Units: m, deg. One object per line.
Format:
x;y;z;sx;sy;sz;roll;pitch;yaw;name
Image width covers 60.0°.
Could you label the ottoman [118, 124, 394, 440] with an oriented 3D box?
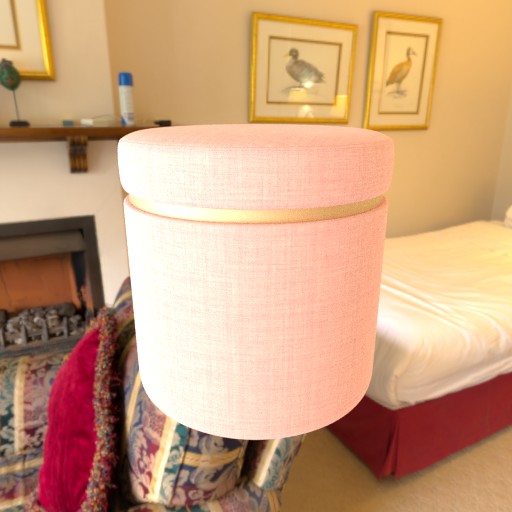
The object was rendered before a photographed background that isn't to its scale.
0.000;0.000;0.721;0.400;0.406;0.400;0;18;0;ottoman
